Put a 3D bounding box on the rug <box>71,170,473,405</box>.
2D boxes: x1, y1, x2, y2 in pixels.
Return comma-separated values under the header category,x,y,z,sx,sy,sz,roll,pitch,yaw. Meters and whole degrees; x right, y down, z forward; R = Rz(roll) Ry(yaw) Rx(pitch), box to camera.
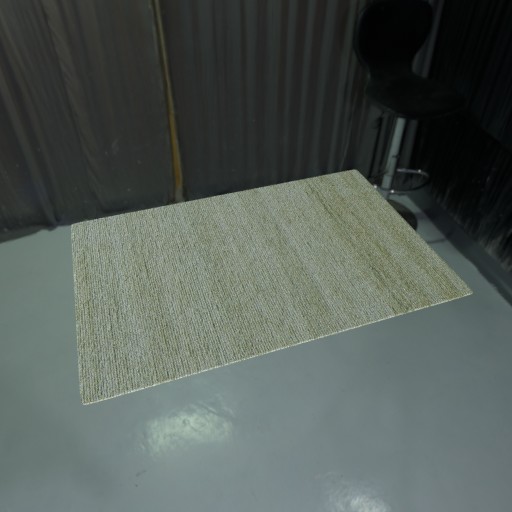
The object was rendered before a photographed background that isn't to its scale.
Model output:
category,x,y,z,sx,sy,sz,roll,pitch,yaw
rug,0.000,0.000,2.247,1.758,0.010,1.143,-13,44,-14
